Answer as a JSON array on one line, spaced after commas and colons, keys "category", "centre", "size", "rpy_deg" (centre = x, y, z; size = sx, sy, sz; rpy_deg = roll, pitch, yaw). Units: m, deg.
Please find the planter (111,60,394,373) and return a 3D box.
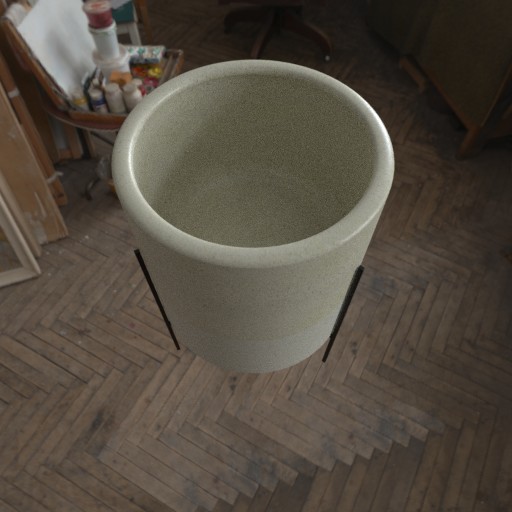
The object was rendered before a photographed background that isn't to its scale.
[{"category": "planter", "centre": [0.000, 0.000, 0.713], "size": [0.333, 0.483, 0.324], "rpy_deg": [31, 63, 17]}]
